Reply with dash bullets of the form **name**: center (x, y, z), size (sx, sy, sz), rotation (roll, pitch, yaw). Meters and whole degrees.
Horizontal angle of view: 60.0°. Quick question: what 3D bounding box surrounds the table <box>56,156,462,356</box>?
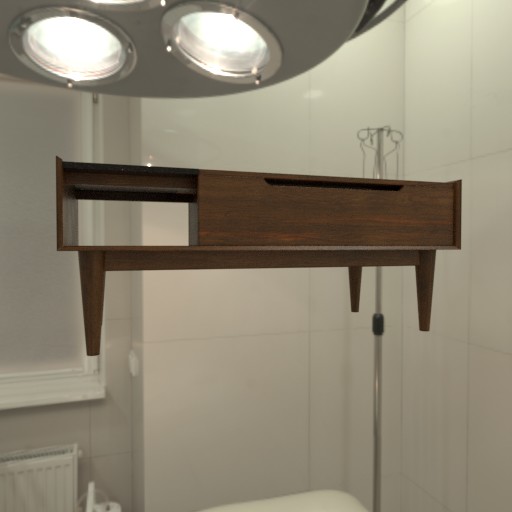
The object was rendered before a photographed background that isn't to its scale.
- **table**: center (0.000, 0.000, 1.558), size (1.221, 0.508, 0.610), rotation (0, 1, -18)
